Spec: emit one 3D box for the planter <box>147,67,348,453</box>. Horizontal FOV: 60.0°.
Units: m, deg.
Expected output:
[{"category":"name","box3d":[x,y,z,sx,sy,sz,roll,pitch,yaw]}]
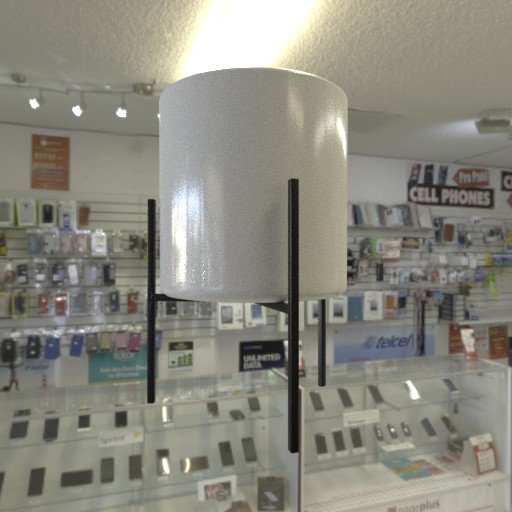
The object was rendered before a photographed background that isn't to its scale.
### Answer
[{"category":"planter","box3d":[0.000,0.000,0.512,0.239,0.356,0.239,0,0,-16]}]
